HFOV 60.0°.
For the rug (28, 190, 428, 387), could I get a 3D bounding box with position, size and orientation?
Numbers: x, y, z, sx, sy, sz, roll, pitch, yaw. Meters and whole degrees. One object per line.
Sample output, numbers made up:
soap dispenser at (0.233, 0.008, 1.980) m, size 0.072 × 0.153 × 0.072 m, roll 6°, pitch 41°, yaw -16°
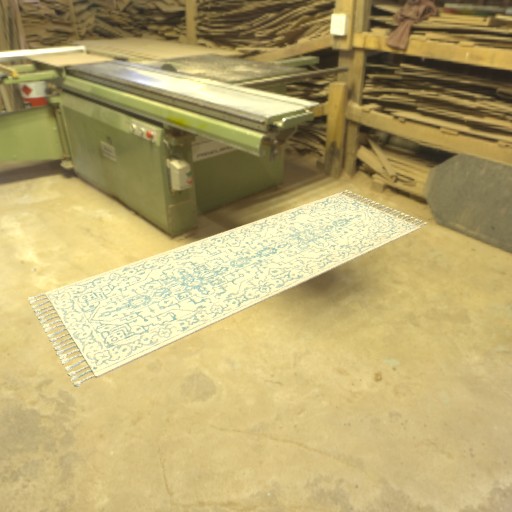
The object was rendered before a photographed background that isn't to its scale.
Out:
rug at (0.000, 0.000, 2.706) m, size 2.449 × 0.011 × 0.774 m, roll -21°, pitch 37°, yaw -31°
